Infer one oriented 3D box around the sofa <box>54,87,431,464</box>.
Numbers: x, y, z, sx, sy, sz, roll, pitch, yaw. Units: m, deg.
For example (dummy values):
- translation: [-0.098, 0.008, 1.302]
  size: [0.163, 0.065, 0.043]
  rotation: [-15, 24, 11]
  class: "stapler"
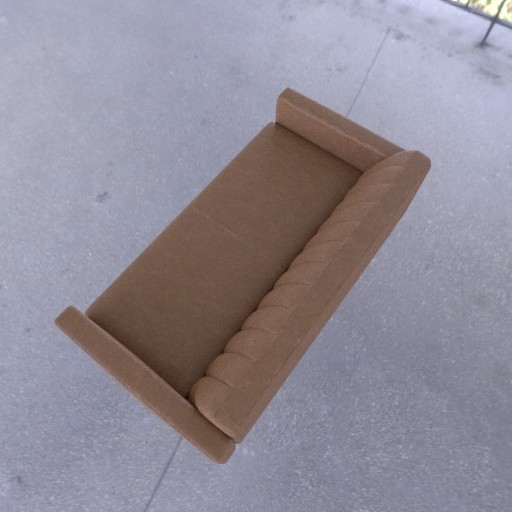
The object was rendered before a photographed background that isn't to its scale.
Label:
- translation: [0.000, 0.000, 2.390]
  size: [0.993, 0.821, 1.847]
  rotation: [34, 69, 15]
  class: "sofa"
